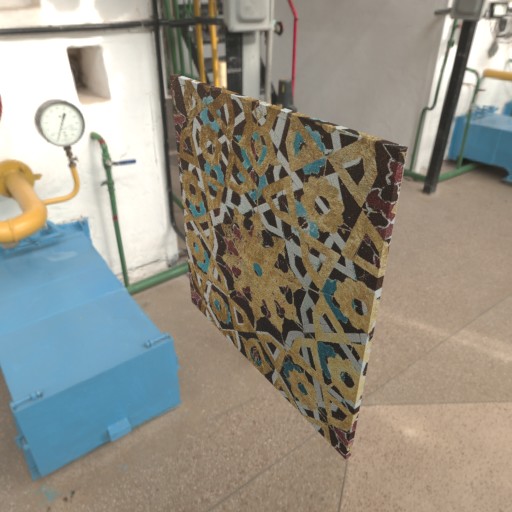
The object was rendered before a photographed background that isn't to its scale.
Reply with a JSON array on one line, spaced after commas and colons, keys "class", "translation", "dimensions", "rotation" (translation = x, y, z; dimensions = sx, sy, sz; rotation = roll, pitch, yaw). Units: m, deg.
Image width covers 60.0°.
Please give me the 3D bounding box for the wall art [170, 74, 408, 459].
[{"class": "wall art", "translation": [0.000, 0.000, 0.600], "dimensions": [0.010, 0.406, 0.404], "rotation": [-21, 38, -30]}]
